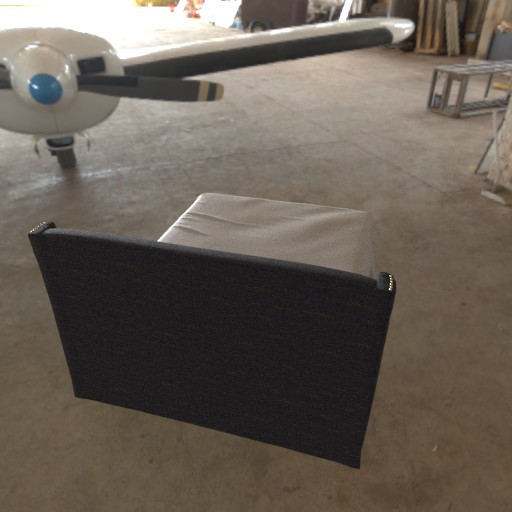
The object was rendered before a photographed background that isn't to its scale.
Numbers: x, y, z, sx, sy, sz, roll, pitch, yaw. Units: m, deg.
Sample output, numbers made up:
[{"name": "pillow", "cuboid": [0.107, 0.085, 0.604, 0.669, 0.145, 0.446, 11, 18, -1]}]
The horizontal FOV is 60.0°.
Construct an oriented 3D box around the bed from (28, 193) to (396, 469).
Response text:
[{"name": "bed", "cuboid": [0.000, 0.000, 3.388, 1.925, 1.332, 2.276, 9, 33, 14]}]
